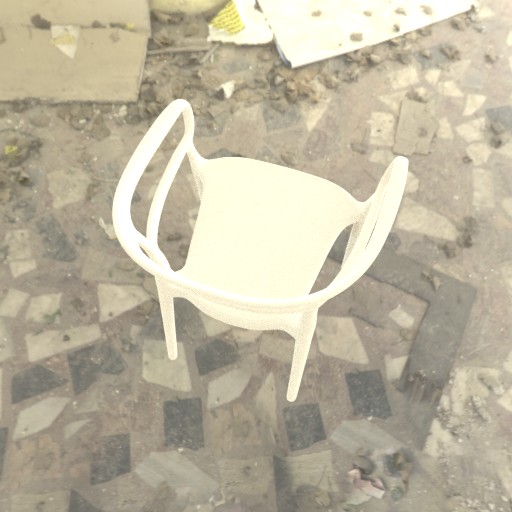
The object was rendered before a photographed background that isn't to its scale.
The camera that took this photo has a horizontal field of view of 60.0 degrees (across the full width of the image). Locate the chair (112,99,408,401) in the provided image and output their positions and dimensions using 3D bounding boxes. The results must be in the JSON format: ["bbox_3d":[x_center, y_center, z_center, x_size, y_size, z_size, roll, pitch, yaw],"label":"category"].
[{"bbox_3d":[0.000,0.000,1.129,0.559,0.761,0.527,17,65,8],"label":"chair"}]
